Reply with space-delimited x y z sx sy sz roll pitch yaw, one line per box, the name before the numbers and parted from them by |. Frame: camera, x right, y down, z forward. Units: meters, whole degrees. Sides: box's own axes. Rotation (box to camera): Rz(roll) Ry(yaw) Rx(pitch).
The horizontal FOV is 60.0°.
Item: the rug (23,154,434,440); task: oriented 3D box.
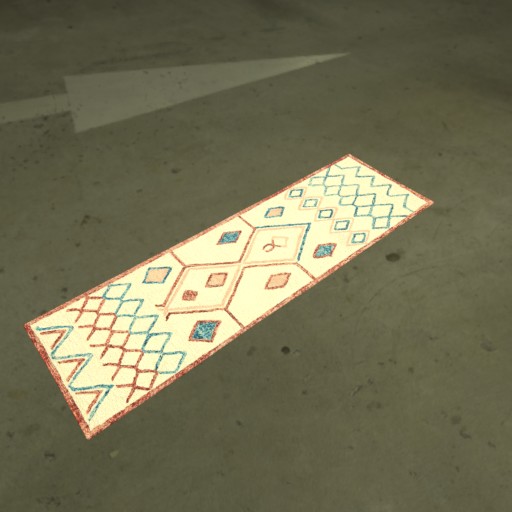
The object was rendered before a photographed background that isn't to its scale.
rug | 0.000 0.000 2.579 2.435 0.011 0.750 -31 53 -26
